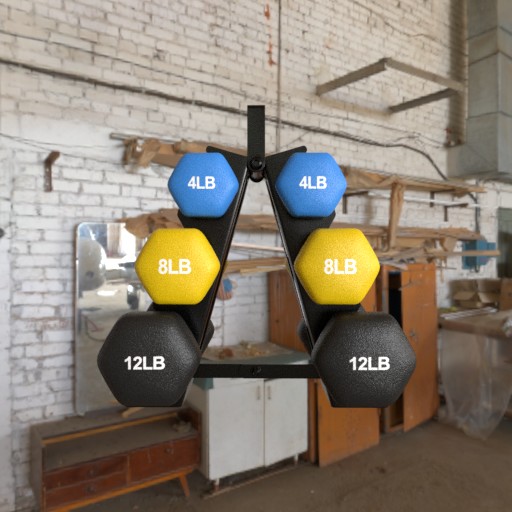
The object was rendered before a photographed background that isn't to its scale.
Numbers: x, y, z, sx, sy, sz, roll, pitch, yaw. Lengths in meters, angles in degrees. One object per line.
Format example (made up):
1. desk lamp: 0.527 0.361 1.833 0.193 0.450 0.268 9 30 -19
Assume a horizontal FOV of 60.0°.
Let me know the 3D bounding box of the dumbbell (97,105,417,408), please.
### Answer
1. dumbbell: 0.000 0.000 0.668 0.409 0.426 0.255 0 1 0
